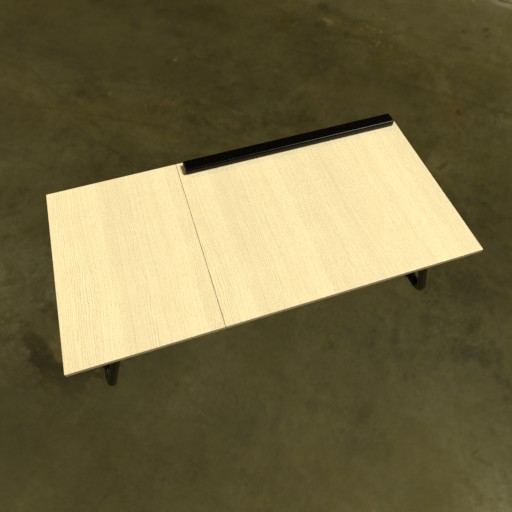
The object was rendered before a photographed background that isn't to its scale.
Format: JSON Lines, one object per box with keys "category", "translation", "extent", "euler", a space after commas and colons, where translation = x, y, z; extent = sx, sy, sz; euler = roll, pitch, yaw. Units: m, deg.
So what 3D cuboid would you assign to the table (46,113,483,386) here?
{"category": "table", "translation": [0.000, 0.000, 0.813], "extent": [0.644, 0.242, 0.322], "euler": [-15, 60, -9]}
